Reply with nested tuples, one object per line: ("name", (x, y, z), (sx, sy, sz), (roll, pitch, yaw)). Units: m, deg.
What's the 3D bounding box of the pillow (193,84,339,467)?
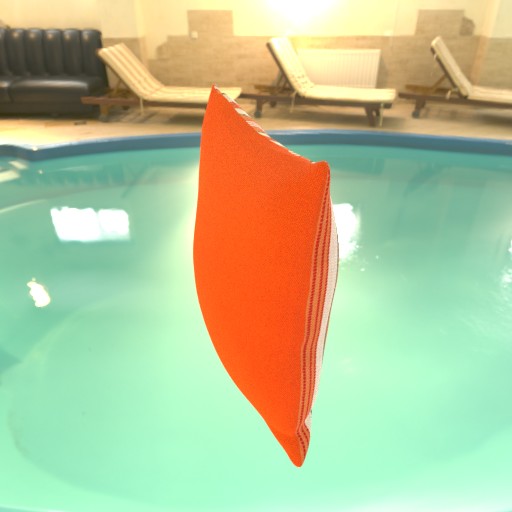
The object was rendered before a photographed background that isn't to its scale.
("pillow", (0.000, 0.000, 0.683), (0.182, 0.441, 0.440), (-10, 33, -16))
